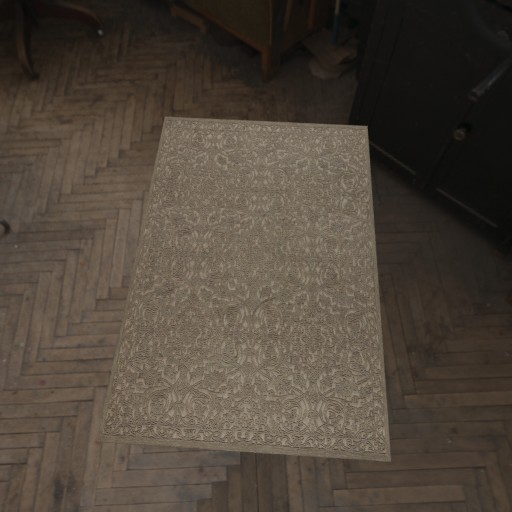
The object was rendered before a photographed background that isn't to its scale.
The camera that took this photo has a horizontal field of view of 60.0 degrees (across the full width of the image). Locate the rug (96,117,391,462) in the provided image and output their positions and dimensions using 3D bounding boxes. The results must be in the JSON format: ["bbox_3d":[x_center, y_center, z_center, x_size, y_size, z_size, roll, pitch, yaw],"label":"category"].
[{"bbox_3d":[0.000,0.000,2.252,1.221,0.006,1.827,3,63,2],"label":"rug"}]
